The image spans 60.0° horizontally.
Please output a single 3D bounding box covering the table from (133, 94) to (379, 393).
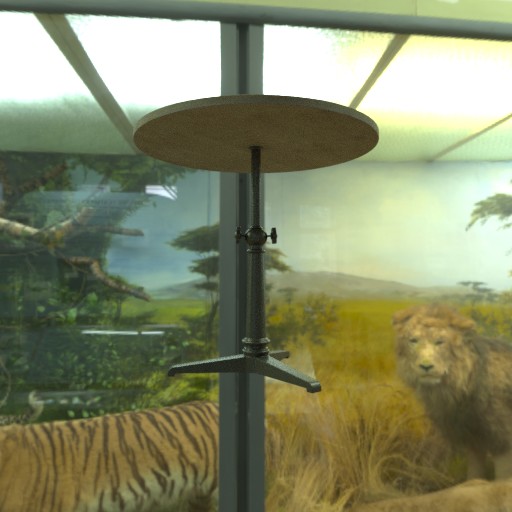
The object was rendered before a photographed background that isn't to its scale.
[{"bbox_3d":[0.000,0.000,1.486,0.800,0.780,0.800,0,-2,0],"label":"table"}]
